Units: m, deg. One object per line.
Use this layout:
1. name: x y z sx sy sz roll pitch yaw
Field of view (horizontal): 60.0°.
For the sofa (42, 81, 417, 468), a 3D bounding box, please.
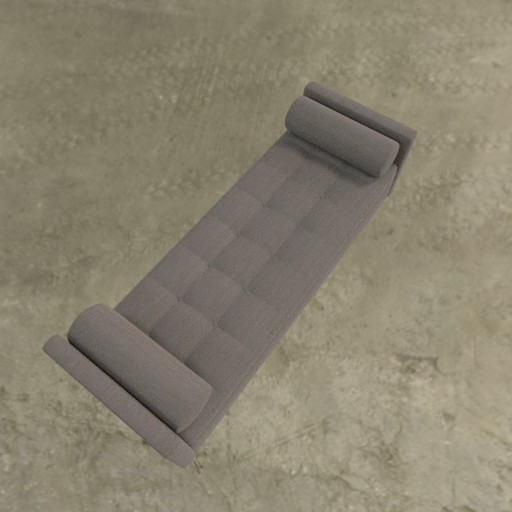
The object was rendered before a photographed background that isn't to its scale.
1. sofa: 0.000 0.000 2.317 0.686 0.635 1.981 33 66 17
